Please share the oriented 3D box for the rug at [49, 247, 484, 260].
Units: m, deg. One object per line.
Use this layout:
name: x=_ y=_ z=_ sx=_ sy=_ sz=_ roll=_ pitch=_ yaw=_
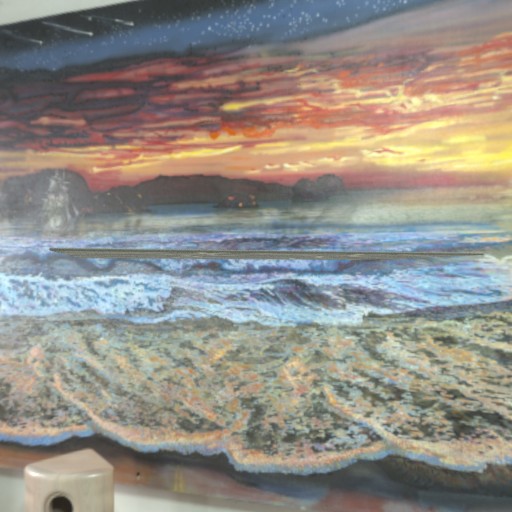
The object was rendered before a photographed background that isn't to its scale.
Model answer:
rug: x=0.000 y=0.000 z=2.933 sx=2.290 sy=0.014 sz=1.526 roll=0 pitch=-2 yaw=-17
